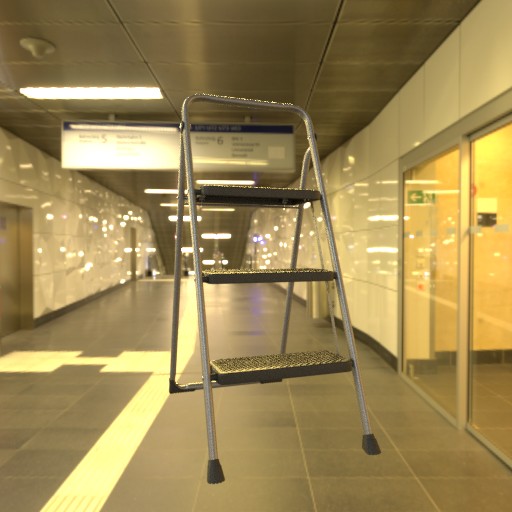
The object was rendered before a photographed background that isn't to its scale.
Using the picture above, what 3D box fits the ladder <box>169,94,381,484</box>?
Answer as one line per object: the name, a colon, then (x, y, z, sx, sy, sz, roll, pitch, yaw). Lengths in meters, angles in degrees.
ladder: (0.000, 0.000, 1.284, 0.430, 0.945, 0.629, 0, 1, -19)
